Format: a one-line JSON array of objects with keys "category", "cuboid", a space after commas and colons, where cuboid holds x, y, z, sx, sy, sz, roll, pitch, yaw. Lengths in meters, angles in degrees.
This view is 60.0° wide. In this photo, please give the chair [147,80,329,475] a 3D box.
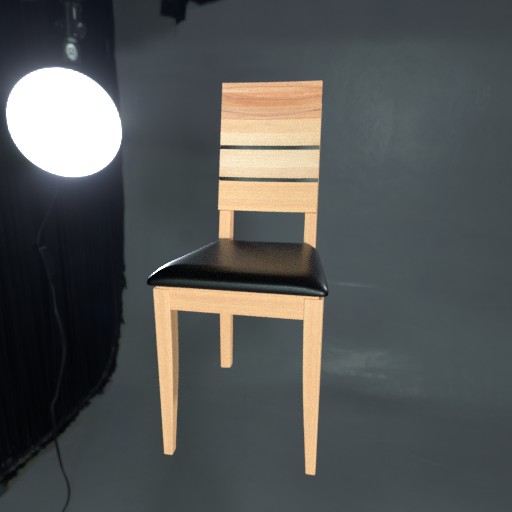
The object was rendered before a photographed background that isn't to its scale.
[{"category": "chair", "cuboid": [0.000, 0.000, 1.206, 0.410, 0.940, 0.520, 3, 15, 11]}]
